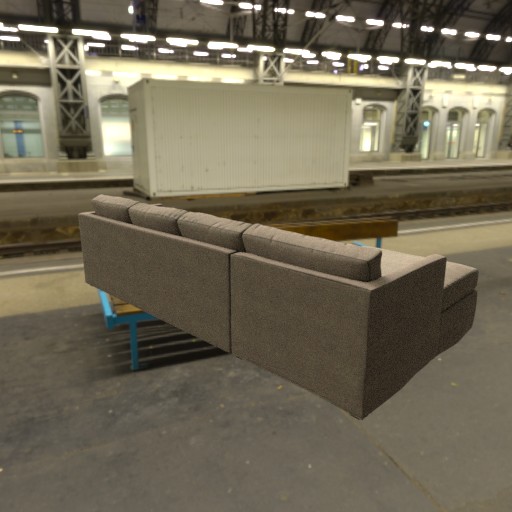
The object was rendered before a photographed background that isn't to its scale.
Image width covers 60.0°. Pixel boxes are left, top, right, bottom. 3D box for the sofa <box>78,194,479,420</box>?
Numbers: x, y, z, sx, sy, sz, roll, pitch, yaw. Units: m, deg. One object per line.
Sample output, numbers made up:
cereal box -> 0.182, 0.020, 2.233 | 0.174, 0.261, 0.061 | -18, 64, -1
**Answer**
sofa -> 0.000, 0.000, 3.819 | 3.205, 0.922, 1.650 | 14, 21, 42
